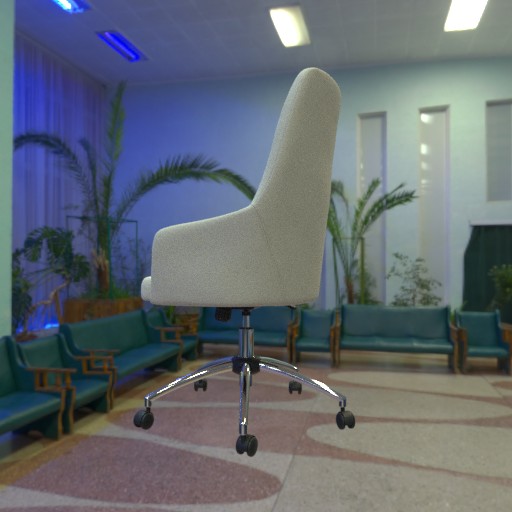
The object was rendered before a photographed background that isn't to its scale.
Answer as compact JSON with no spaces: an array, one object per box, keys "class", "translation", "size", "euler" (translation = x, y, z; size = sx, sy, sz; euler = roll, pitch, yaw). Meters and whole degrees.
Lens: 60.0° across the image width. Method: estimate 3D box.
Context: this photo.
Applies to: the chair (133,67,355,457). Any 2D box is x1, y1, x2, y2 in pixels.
[{"class":"chair","translation":[0.000,0.000,1.455],"size":[0.640,1.049,0.620],"euler":[0,-1,18]}]
